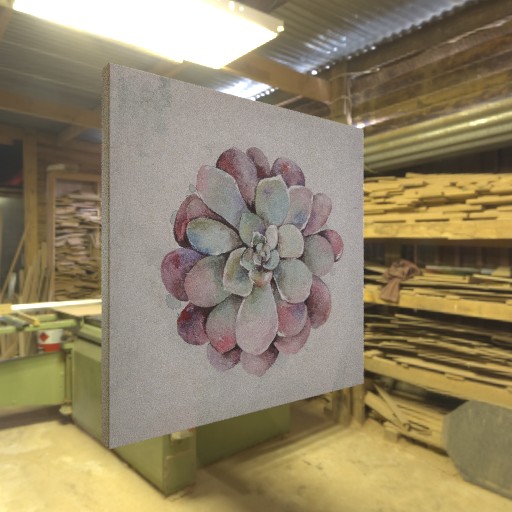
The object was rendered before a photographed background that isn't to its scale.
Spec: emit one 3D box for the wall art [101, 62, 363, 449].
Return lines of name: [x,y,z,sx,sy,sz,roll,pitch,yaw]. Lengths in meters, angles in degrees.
wall art: [0.000,0.000,0.889,0.605,0.605,0.044,0,0,-37]
